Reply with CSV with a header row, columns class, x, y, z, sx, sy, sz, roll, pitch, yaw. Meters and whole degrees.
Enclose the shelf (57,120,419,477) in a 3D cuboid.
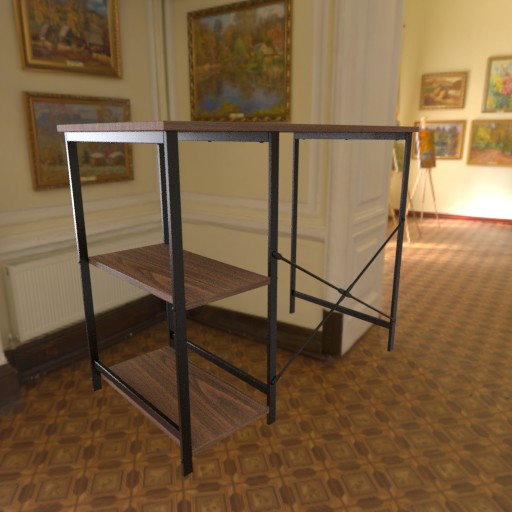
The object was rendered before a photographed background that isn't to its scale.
class,x,y,z,sx,sy,sz,roll,pitch,yaw
shelf,0.000,0.000,1.331,0.902,0.750,0.498,-14,21,-41
